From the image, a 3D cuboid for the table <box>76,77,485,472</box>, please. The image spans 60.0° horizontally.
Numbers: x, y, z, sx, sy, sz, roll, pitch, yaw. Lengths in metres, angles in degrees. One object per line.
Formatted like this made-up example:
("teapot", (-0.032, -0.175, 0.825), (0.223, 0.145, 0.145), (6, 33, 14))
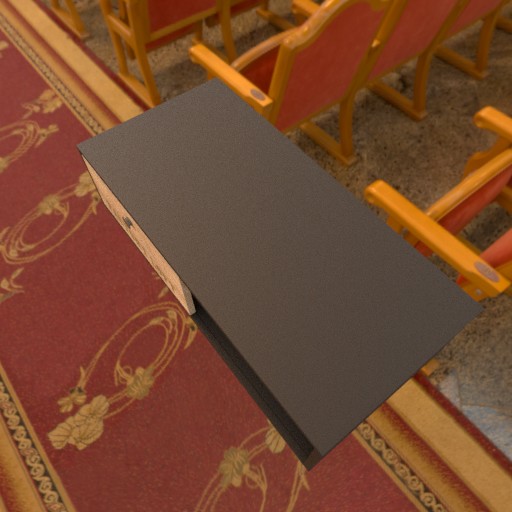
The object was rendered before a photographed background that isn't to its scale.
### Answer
("table", (0.000, 0.000, 1.370), (0.550, 0.400, 1.100), (-34, 64, -19))
